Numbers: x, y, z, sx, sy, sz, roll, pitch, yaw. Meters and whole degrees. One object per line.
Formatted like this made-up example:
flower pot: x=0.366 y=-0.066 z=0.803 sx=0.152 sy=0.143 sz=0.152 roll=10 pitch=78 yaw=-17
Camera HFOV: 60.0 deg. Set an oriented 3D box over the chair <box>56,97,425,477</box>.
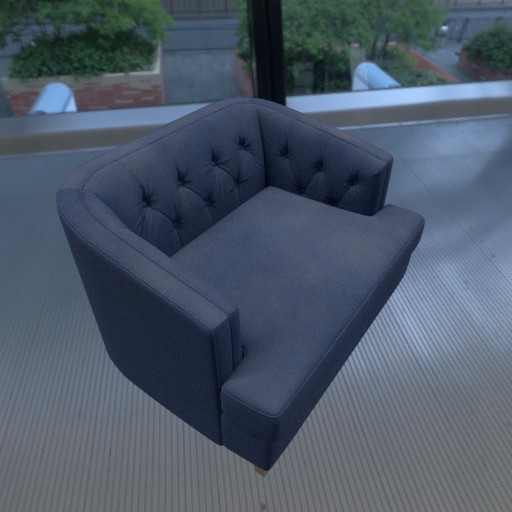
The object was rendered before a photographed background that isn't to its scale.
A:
chair: x=0.000 y=0.000 z=1.670 sx=0.914 sy=0.787 sz=1.118 roll=25 pitch=45 yaw=27
